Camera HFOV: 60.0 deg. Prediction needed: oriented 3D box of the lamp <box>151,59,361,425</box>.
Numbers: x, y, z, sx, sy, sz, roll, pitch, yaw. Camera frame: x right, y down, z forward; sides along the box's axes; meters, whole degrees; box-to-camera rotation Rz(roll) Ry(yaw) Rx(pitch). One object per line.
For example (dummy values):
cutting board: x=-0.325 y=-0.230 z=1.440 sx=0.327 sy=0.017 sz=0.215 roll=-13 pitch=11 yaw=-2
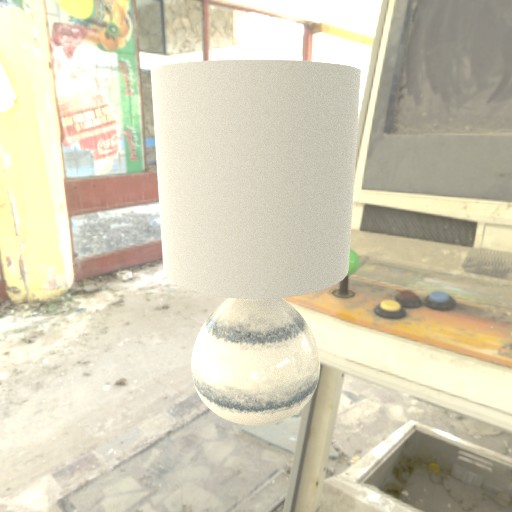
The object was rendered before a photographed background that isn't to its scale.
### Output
lamp: x=0.000 y=0.000 z=0.526 sx=0.216 sy=0.404 sz=0.216 roll=-8 pitch=19 yaw=-26
